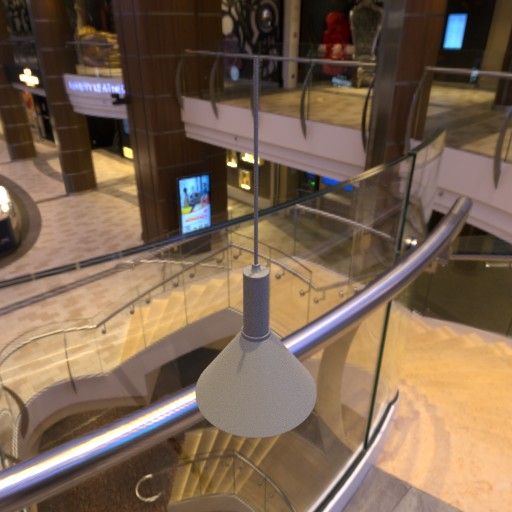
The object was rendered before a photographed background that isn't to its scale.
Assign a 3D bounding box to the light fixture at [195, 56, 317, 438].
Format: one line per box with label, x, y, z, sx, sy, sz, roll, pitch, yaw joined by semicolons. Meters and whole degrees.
light fixture;0.000;0.000;0.829;0.267;0.683;0.267;0;27;0
